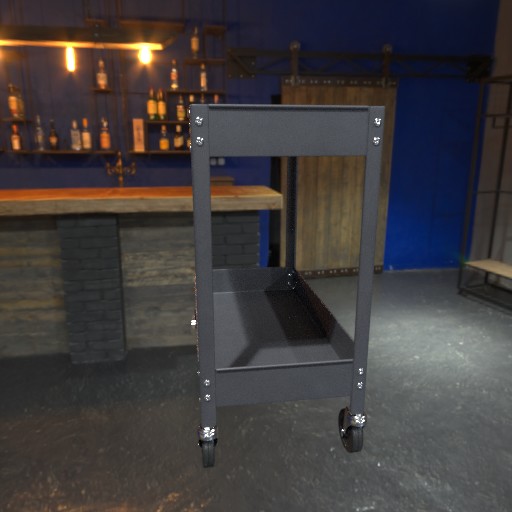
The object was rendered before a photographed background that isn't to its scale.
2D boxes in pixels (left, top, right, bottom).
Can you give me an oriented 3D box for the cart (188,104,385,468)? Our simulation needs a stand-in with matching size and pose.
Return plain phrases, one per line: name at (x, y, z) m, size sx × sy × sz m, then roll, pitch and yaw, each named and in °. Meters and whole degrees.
cart at (0.000, 0.000, 1.193) m, size 0.366 × 0.719 × 0.779 m, roll -2°, pitch 15°, yaw -8°
